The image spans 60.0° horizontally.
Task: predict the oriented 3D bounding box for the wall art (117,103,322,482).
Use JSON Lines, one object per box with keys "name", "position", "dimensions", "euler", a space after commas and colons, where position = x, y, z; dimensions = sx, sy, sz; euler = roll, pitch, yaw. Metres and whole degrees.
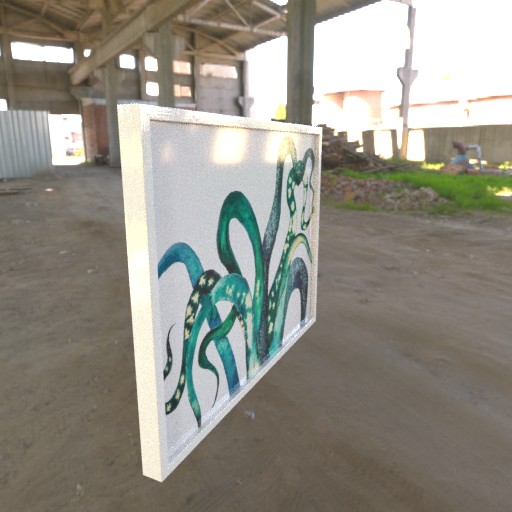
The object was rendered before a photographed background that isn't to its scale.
{"name": "wall art", "position": [0.000, 0.000, 1.342], "dimensions": [0.053, 0.787, 1.041], "euler": [7, 15, 25]}
